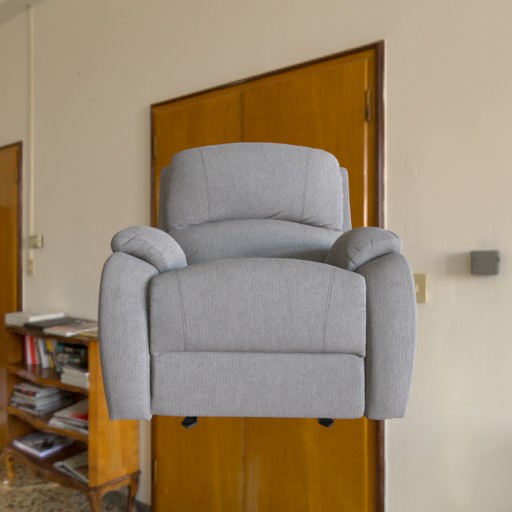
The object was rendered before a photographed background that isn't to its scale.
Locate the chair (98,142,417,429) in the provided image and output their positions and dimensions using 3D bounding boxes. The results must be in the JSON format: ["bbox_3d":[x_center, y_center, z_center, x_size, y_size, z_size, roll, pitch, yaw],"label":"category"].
[{"bbox_3d":[0.000,0.000,1.669,0.930,1.011,0.899,0,0,-1],"label":"chair"}]
